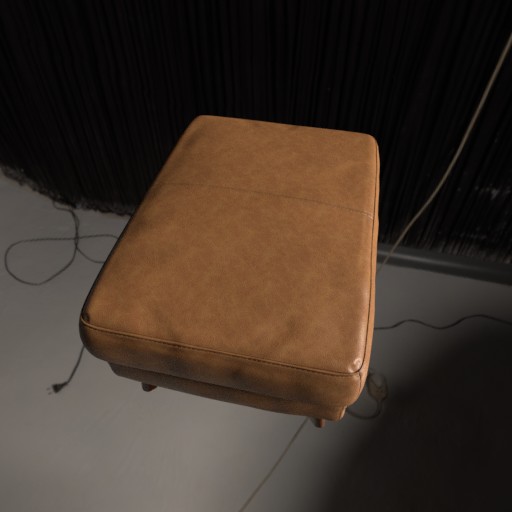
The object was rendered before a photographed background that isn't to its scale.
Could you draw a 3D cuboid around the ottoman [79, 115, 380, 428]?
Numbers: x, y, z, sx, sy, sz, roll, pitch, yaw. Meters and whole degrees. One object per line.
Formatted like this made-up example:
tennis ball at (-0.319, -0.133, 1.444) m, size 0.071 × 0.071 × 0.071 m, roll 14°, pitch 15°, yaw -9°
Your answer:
ottoman at (0.000, 0.000, 1.260) m, size 0.630 × 0.461 × 0.869 m, roll 9°, pitch 48°, yaw 8°
